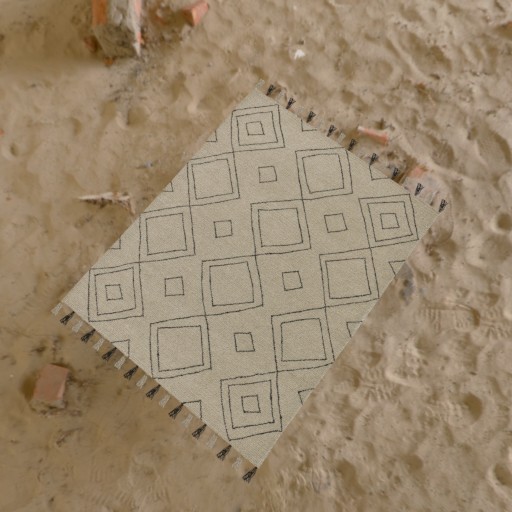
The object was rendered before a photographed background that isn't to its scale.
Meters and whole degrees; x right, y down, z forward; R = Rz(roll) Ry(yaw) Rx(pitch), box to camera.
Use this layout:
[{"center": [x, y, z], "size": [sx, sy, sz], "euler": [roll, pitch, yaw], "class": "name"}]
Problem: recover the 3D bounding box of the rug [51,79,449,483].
[{"center": [0.000, 0.000, 4.255], "size": [2.342, 0.026, 3.221], "euler": [37, 78, 9], "class": "rug"}]
